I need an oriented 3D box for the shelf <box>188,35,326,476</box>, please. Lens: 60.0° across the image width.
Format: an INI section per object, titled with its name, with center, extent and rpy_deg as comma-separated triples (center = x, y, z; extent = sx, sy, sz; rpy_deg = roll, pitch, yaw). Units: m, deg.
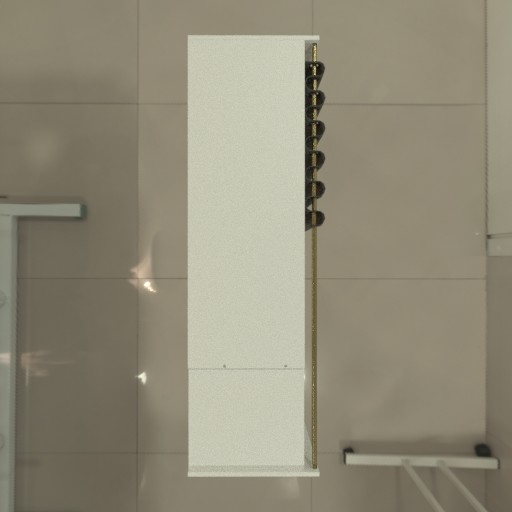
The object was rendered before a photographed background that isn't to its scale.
[shelf]
center = 0.000, 0.000, 2.509
extent = 0.500, 1.810, 1.600
rpy_deg = 0, 90, 0
